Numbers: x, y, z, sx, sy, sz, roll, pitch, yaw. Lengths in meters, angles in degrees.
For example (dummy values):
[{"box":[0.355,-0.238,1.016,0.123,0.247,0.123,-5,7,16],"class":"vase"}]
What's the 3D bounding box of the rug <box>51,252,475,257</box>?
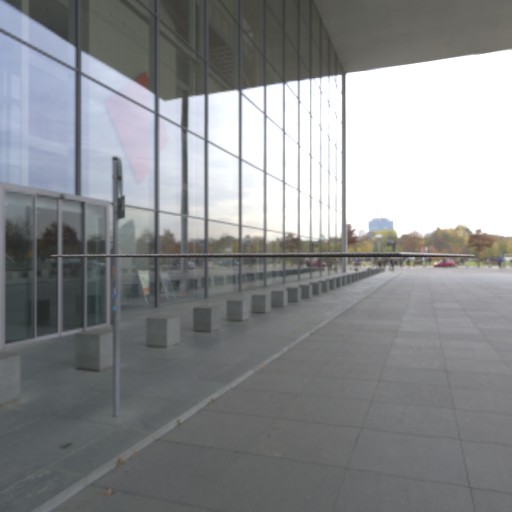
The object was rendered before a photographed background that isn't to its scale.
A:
[{"box":[0.000,0.000,2.998,2.438,0.015,1.524,0,0,36],"class":"rug"}]
